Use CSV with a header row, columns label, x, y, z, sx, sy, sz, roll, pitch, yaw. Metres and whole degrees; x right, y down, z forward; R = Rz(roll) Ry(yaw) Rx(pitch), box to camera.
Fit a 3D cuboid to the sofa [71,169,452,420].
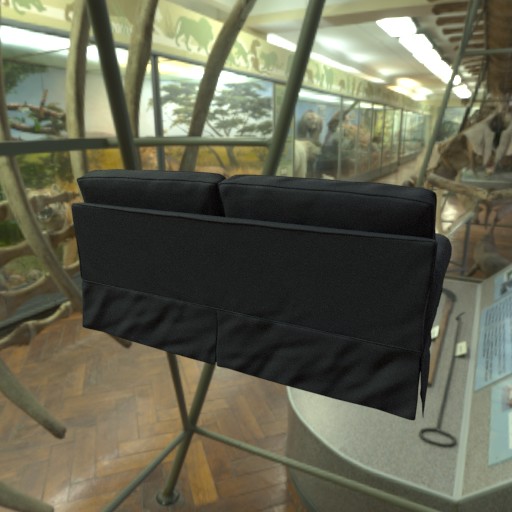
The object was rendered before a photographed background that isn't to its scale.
label,x,y,z,sx,sy,sz,roll,pitch,yaw
sofa,0.000,0.000,2.829,2.256,1.094,0.983,8,18,27
